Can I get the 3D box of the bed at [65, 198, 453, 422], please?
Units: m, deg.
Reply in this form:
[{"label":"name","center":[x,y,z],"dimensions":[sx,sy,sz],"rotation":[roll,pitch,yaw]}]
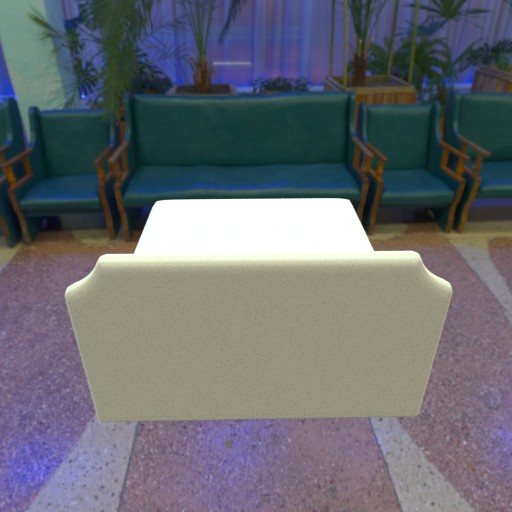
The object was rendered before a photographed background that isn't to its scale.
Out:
[{"label":"bed","center":[0.000,0.000,3.575],"dimensions":[2.160,1.301,2.204],"rotation":[-1,32,-1]}]
